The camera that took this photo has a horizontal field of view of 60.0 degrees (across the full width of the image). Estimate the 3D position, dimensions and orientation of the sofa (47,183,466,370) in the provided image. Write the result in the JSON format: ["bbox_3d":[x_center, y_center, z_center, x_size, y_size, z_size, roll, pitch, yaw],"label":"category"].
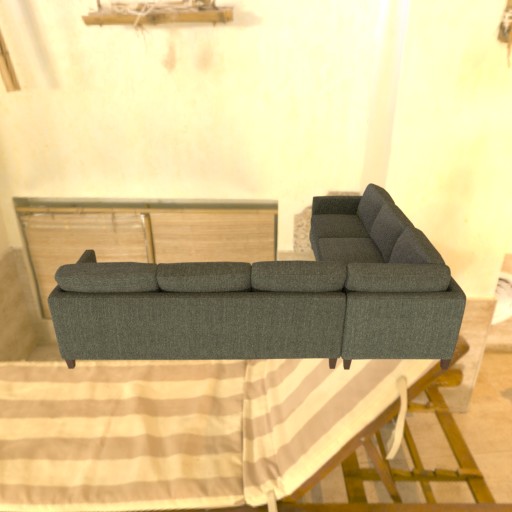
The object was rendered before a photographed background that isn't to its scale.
[{"bbox_3d":[0.000,0.000,4.657,3.302,0.947,2.593,0,25,0],"label":"sofa"}]
